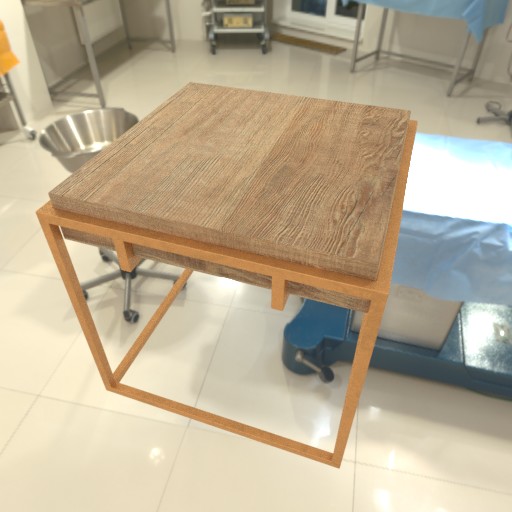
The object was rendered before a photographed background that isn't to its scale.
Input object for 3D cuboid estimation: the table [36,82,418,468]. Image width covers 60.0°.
[{"bbox_3d":[0.000,0.000,1.076,0.599,0.584,0.599,13,43,14],"label":"table"}]
